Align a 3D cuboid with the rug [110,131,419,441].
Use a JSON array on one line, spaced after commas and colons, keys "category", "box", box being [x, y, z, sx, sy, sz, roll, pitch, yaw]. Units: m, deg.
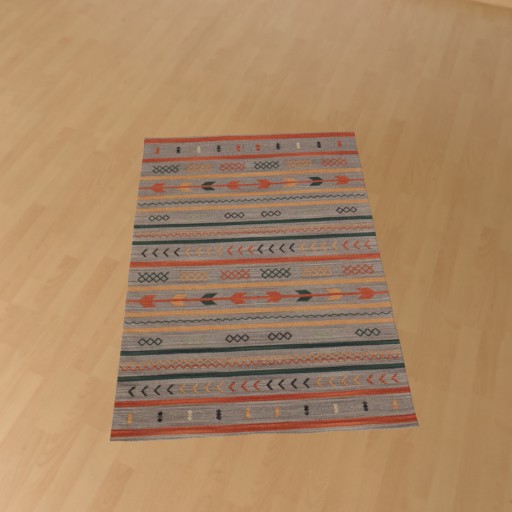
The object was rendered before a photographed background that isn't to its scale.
[{"category": "rug", "box": [0.000, 0.000, 3.993, 2.263, 0.022, 3.029, -2, 60, -1]}]
